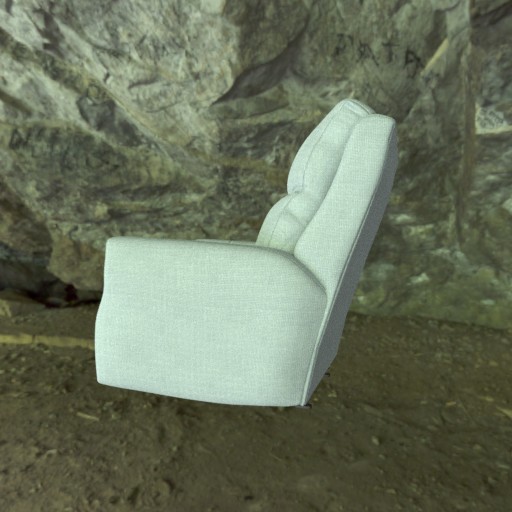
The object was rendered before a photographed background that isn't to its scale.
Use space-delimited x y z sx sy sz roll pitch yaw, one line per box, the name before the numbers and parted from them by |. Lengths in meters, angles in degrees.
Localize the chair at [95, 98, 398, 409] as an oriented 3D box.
chair | 0.000 0.000 1.782 1.080 1.030 0.829 0 1 19
